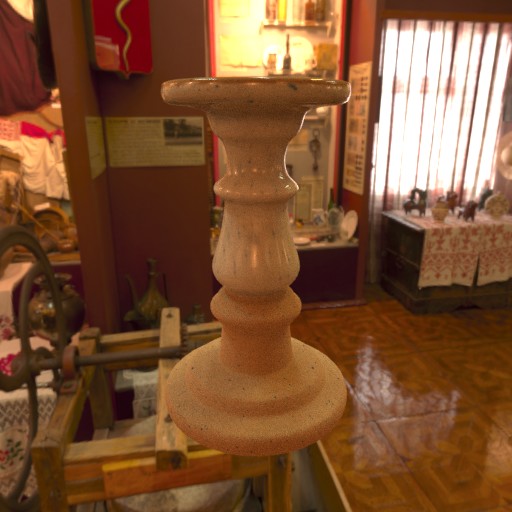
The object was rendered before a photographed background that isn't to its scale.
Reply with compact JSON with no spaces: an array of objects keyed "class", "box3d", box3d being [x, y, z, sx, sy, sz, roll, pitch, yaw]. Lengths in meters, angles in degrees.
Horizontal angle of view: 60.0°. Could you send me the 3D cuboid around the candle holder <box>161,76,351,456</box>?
[{"class":"candle holder","box3d":[0.000,0.000,0.277,0.123,0.202,0.123,0,18,0]}]
